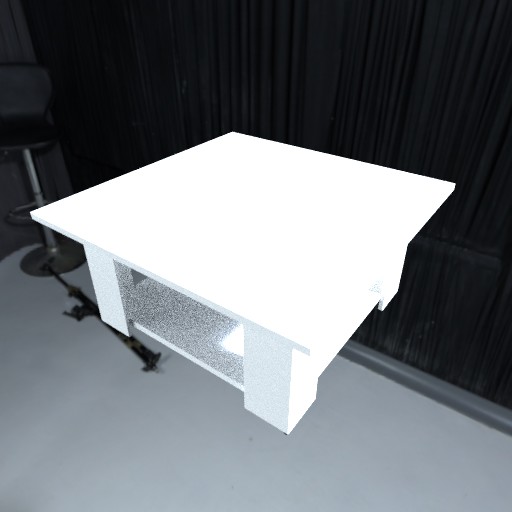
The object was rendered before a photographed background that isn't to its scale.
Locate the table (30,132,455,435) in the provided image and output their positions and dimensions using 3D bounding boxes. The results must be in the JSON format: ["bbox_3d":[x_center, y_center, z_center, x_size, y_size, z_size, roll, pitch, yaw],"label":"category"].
[{"bbox_3d":[0.000,0.000,1.064,0.670,0.305,0.670,22,39,30],"label":"table"}]
